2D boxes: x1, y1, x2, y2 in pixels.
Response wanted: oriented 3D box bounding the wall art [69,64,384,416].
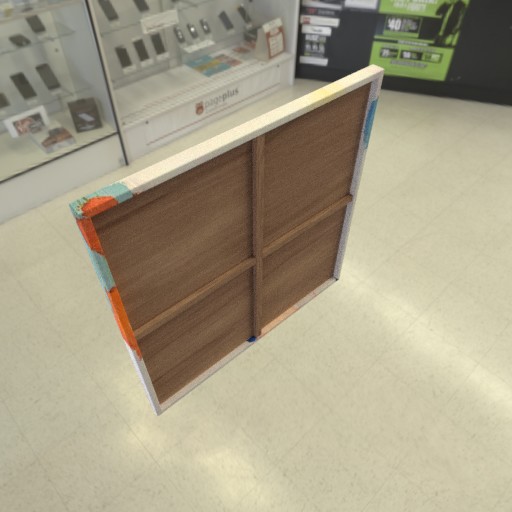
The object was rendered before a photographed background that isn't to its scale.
[{"bbox_3d":[0.000,0.000,1.222,0.814,0.814,0.037,-33,55,-26],"label":"wall art"}]
